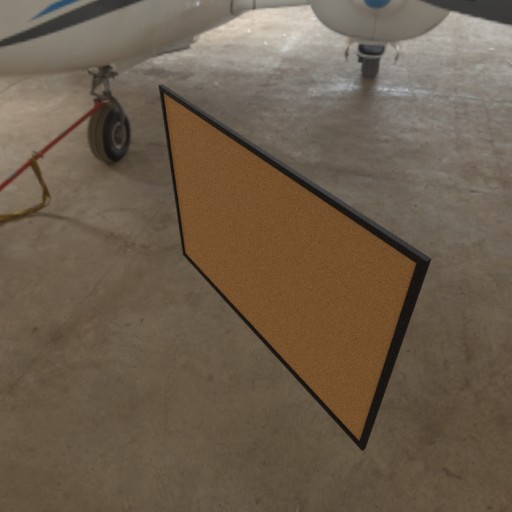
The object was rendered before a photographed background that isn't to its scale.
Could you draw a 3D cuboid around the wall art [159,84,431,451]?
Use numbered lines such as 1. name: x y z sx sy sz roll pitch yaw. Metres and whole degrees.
1. wall art: 0.000 0.000 1.235 0.013 0.665 0.963 -25 47 -26
